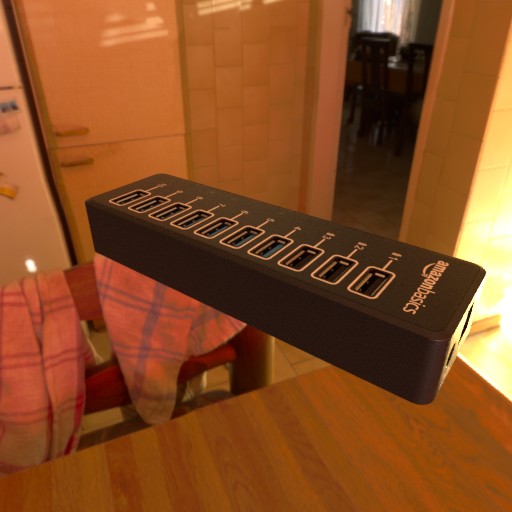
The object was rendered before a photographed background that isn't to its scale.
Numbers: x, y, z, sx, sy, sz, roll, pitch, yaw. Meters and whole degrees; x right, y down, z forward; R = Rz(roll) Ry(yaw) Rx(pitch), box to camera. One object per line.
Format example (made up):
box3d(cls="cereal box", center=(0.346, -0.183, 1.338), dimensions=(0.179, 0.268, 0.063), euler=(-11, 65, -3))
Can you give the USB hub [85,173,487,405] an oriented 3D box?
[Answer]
box3d(cls="USB hub", center=(0.000, 0.000, 0.162), dimensions=(0.145, 0.023, 0.044), euler=(20, 36, 31))
